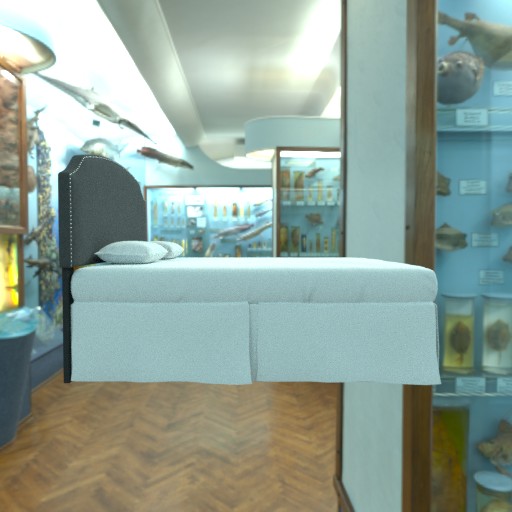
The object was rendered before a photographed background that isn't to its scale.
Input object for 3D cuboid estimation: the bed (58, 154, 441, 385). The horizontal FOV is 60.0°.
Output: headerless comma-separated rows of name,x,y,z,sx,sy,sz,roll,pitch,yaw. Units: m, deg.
bed,0.000,0.000,2.997,1.999,1.270,1.558,0,2,0
